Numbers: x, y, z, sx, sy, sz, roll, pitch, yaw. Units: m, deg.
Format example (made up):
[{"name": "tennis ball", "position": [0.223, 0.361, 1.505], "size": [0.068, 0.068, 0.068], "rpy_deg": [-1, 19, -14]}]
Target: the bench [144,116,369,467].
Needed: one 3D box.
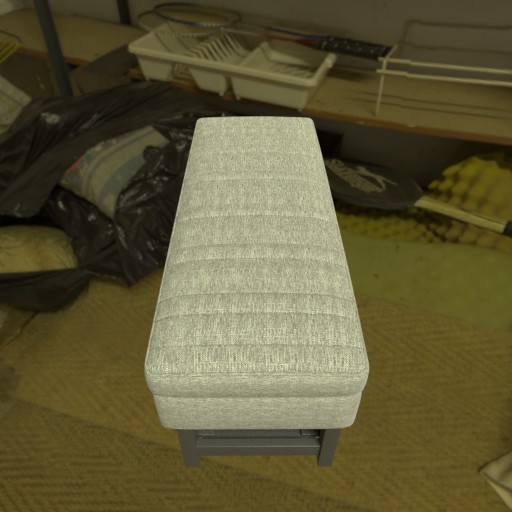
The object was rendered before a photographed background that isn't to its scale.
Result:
[{"name": "bench", "position": [0.000, 0.000, 1.327], "size": [0.429, 0.470, 1.100], "rpy_deg": [0, 42, 0]}]
